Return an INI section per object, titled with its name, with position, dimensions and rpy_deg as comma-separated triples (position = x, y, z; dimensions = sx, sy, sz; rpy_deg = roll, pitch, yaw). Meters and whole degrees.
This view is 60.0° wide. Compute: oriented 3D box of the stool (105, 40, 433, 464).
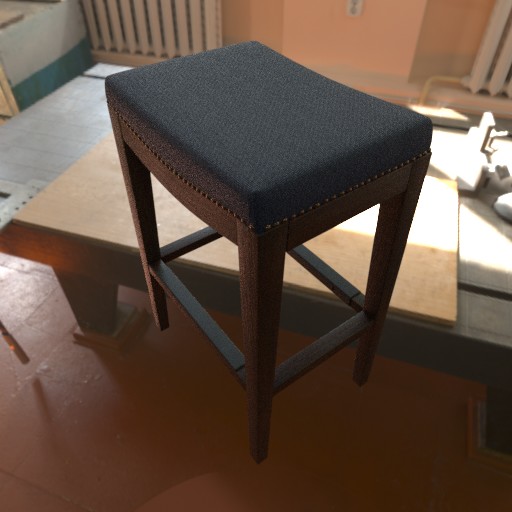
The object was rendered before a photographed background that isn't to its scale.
[stool]
position = 0.000, 0.000, 0.981
dimensions = 0.358, 0.740, 0.498
rpy_deg = -27, 49, -26
